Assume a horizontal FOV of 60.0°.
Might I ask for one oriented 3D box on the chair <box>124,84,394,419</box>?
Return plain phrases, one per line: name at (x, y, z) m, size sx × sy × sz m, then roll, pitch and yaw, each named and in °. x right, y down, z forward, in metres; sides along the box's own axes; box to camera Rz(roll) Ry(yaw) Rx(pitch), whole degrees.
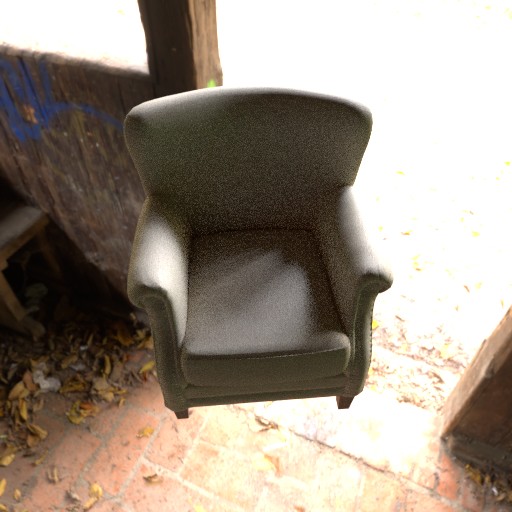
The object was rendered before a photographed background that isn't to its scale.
chair at (0.000, 0.000, 1.646) m, size 0.861 × 0.936 × 0.921 m, roll -3°, pitch 45°, yaw -3°
